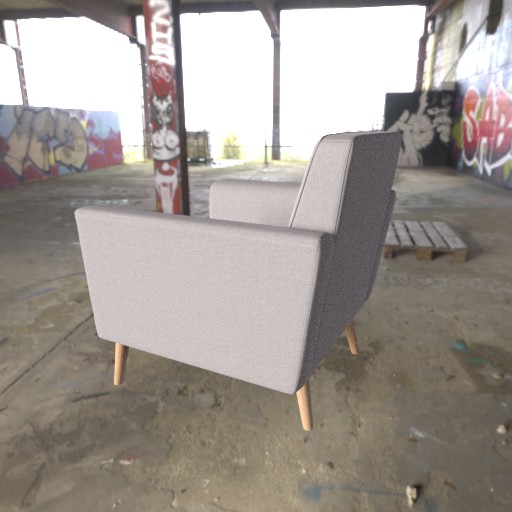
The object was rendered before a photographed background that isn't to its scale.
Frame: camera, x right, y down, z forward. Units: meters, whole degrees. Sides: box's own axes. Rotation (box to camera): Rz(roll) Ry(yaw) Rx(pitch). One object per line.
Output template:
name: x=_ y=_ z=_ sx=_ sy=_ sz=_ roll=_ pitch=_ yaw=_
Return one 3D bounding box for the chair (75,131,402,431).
chair: x=0.000 y=0.000 z=1.432 sx=0.750 sy=0.780 sz=0.780 roll=9 pitch=19 yaw=27
